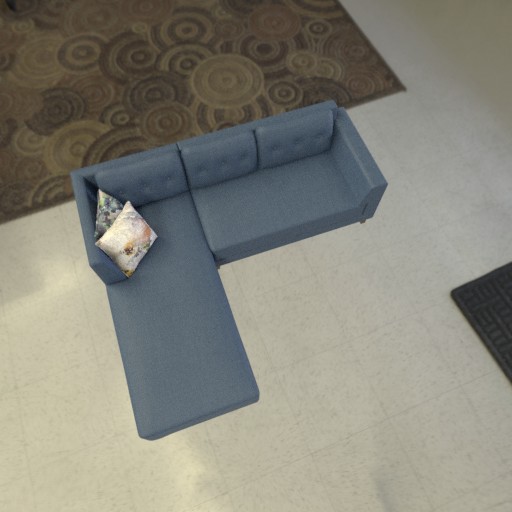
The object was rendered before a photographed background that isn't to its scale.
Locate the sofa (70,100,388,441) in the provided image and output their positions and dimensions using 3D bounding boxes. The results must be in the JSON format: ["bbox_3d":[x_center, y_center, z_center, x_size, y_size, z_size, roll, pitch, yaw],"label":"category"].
[{"bbox_3d":[0.000,0.000,3.149,2.120,0.787,1.829,-18,66,-8],"label":"sofa"}]
